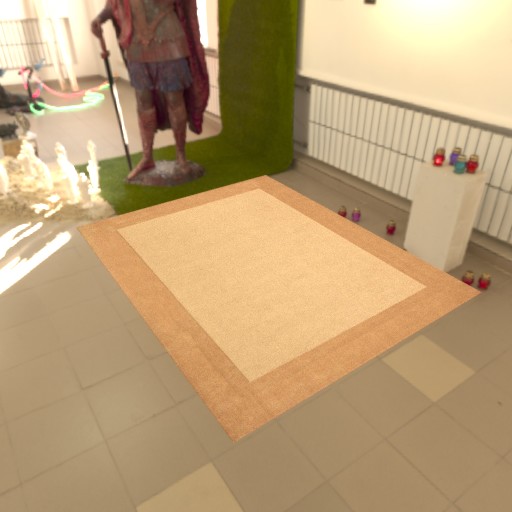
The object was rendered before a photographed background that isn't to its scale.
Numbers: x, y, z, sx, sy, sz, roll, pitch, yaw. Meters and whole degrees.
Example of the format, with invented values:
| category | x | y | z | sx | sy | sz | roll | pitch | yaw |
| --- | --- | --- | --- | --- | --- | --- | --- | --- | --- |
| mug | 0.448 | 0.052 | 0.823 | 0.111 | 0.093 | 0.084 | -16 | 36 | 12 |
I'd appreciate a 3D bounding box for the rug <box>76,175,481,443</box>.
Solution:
| category | x | y | z | sx | sy | sz | roll | pitch | yaw |
| --- | --- | --- | --- | --- | --- | --- | --- | --- | --- |
| rug | 0.000 | 0.000 | 4.149 | 2.438 | 0.014 | 3.048 | -21 | 38 | -29 |
